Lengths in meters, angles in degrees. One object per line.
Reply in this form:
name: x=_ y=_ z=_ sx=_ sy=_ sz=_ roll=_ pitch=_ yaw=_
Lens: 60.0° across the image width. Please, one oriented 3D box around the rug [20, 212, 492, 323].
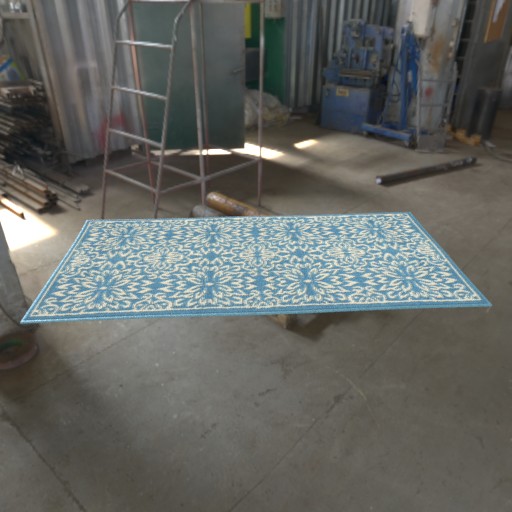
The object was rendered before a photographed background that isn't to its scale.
rug: x=0.000 y=0.000 z=1.402 sx=1.219 sy=0.007 sz=0.604 roll=-2 pitch=30 yaw=-3
